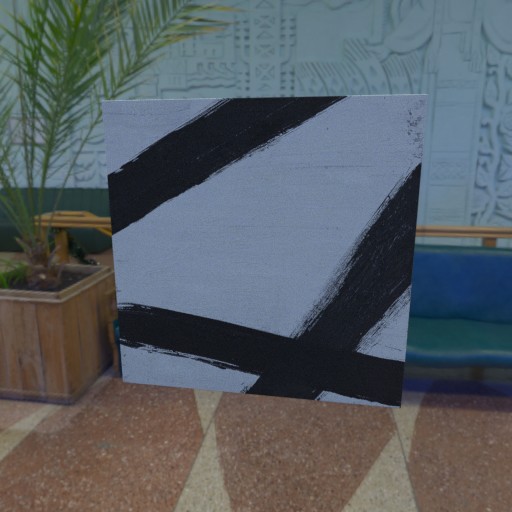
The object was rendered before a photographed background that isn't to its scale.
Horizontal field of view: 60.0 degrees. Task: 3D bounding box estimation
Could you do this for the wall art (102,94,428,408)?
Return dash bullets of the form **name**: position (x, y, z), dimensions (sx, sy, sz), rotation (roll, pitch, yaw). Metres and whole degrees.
- **wall art**: position (0.000, 0.000, 1.137), dimensions (0.765, 0.765, 0.046), rotation (2, 14, 10)
